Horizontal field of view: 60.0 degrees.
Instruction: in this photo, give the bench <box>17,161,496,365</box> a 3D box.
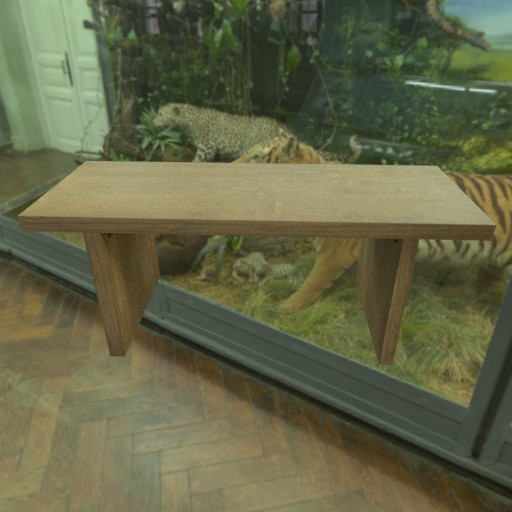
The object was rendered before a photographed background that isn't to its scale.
[{"bbox_3d":[0.000,0.000,1.404,1.183,0.458,0.458,1,29,2],"label":"bench"}]
